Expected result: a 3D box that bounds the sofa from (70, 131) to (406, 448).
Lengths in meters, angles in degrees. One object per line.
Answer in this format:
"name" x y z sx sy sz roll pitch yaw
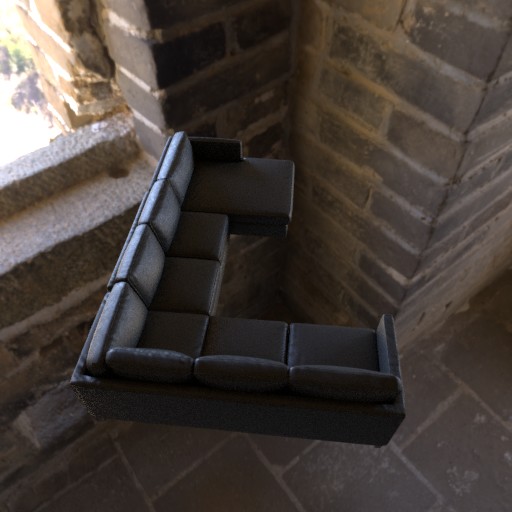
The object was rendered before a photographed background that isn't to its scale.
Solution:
"sofa" 0.000 0.000 4.647 2.593 0.923 3.460 4 48 4
